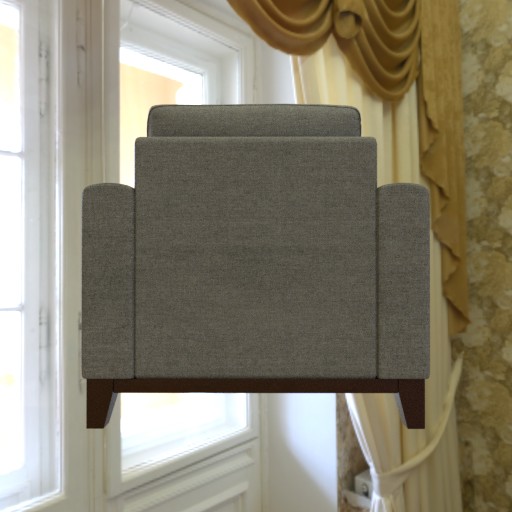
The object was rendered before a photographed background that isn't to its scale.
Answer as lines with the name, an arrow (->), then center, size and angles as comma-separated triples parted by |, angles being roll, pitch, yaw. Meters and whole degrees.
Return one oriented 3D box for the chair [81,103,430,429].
chair -> 0.000, 0.000, 1.805 | 1.024, 1.010, 1.038 | 0, 0, 0
